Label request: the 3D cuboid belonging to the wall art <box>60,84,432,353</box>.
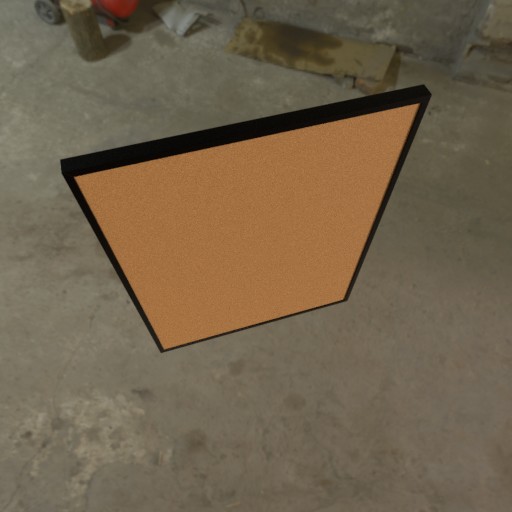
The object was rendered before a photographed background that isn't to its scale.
[{"bbox_3d":[0.000,0.000,1.388,0.805,1.062,0.040,-14,60,-9],"label":"wall art"}]
